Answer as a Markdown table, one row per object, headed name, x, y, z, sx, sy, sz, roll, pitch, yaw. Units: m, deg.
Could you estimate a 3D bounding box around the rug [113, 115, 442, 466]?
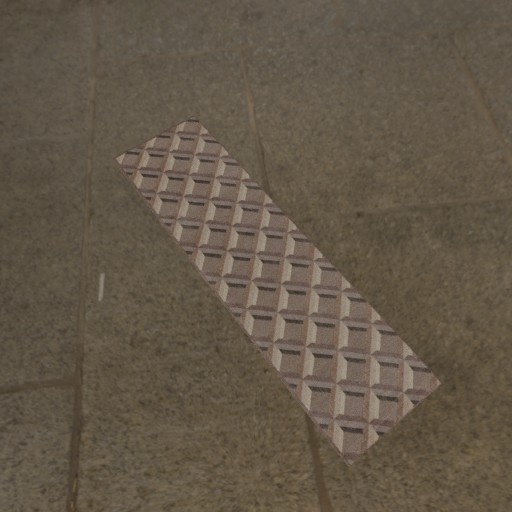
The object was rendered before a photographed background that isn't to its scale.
| name | x | y | z | sx | sy | sz | roll | pitch | yaw |
| --- | --- | --- | --- | --- | --- | --- | --- | --- | --- |
| rug | 0.000 | 0.000 | 2.742 | 0.685 | 0.013 | 2.437 | -34 | 67 | -16 |
